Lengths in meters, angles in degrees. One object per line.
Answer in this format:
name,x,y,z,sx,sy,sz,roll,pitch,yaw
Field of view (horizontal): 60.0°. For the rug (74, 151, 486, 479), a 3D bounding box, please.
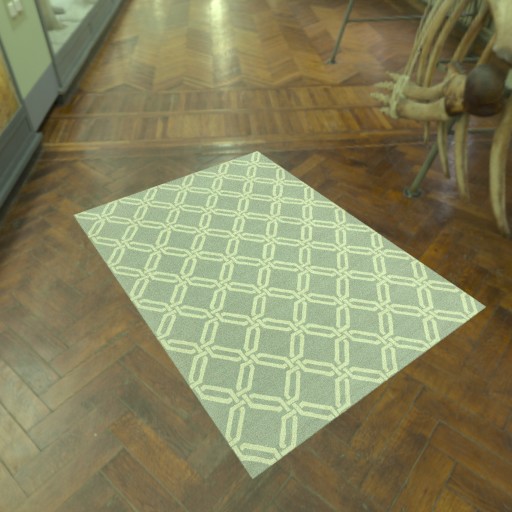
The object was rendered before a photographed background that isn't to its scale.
rug,0.000,0.000,4.282,2.438,0.013,3.353,-25,47,-26
